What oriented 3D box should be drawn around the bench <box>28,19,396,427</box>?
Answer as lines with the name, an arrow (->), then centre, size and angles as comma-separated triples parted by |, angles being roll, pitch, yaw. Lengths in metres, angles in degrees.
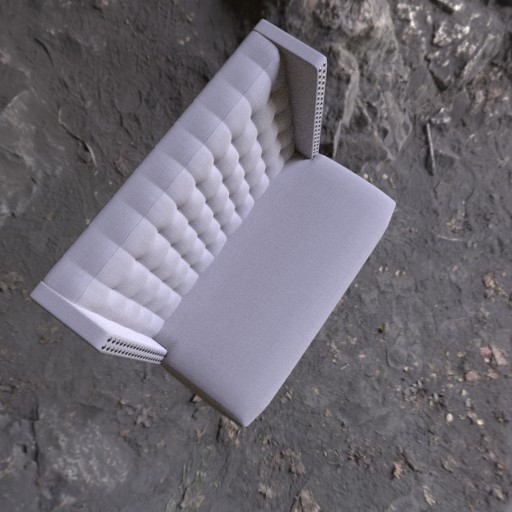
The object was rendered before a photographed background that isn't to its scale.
bench -> 0.000, 0.000, 1.966 | 0.847, 1.123, 1.280 | 35, 79, 8
